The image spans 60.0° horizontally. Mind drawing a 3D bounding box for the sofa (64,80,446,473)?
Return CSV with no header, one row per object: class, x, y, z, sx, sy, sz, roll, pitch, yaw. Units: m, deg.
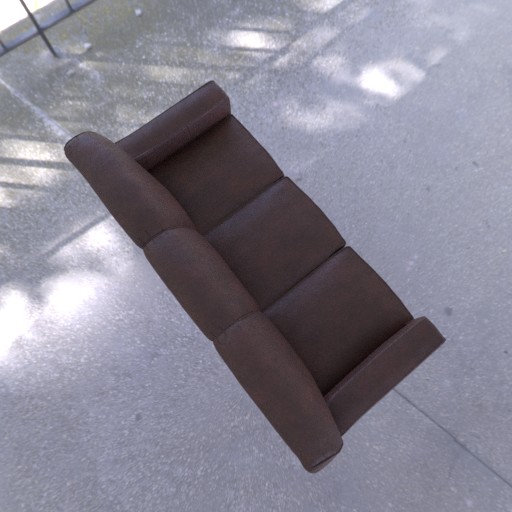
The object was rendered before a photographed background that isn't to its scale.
sofa,0.000,0.000,2.568,1.008,0.953,2.039,-38,78,-9
